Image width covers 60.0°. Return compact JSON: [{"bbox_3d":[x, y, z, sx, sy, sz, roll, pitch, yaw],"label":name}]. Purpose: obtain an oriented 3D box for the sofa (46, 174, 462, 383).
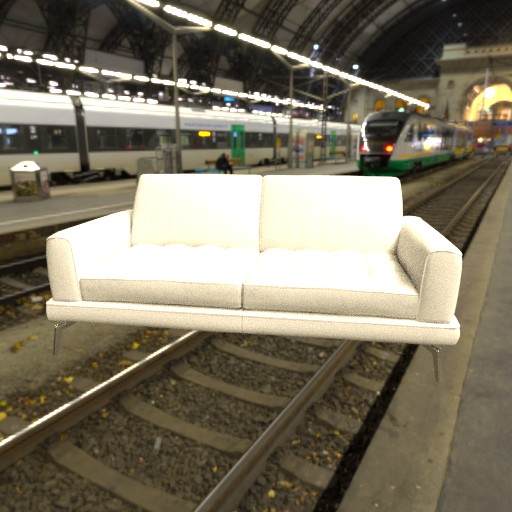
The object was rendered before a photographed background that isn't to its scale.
[{"bbox_3d":[0.000,0.000,2.706,2.177,0.930,1.121,2,15,9],"label":"sofa"}]
